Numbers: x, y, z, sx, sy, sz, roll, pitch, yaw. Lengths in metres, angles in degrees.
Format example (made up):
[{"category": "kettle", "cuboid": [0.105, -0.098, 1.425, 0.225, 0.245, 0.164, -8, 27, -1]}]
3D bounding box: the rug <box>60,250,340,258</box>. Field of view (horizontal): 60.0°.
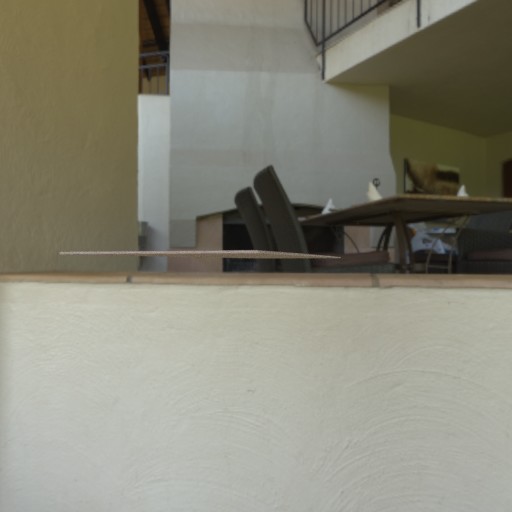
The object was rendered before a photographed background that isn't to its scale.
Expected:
[{"category": "rug", "cuboid": [0.000, 0.000, 2.662, 0.767, 0.012, 2.430, 0, -1, 17]}]
